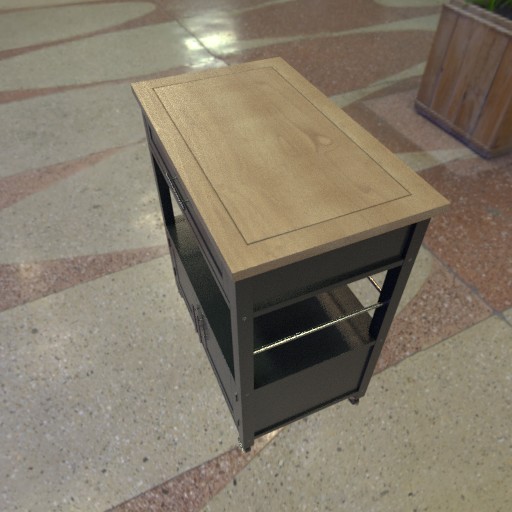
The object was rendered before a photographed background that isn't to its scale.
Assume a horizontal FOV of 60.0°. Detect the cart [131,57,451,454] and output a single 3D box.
[{"bbox_3d":[0.000,0.000,1.386,0.459,0.901,0.840,-17,48,-16],"label":"cart"}]
